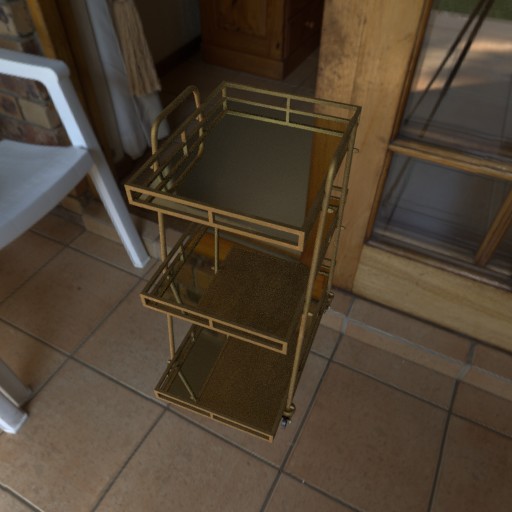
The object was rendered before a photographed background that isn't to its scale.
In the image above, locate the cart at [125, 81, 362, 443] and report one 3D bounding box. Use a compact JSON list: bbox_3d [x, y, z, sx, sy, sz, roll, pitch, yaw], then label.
[{"bbox_3d":[0.000,0.000,1.282,0.441,0.883,0.711,16,49,14],"label":"cart"}]
